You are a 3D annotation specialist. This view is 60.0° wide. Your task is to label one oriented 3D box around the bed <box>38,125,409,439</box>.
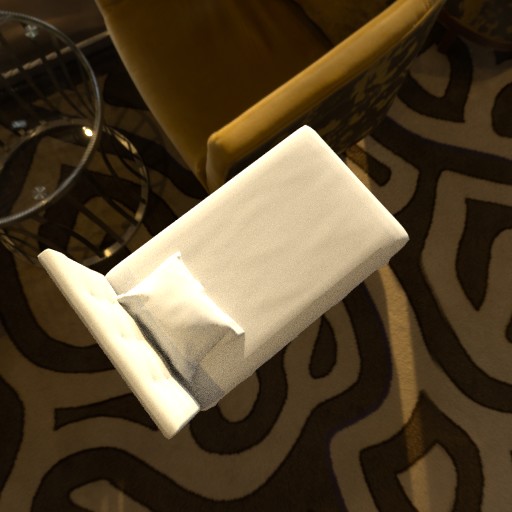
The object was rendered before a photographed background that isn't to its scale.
[{"bbox_3d":[0.000,0.000,3.050,1.997,1.571,1.261,-38,80,-8],"label":"bed"}]
